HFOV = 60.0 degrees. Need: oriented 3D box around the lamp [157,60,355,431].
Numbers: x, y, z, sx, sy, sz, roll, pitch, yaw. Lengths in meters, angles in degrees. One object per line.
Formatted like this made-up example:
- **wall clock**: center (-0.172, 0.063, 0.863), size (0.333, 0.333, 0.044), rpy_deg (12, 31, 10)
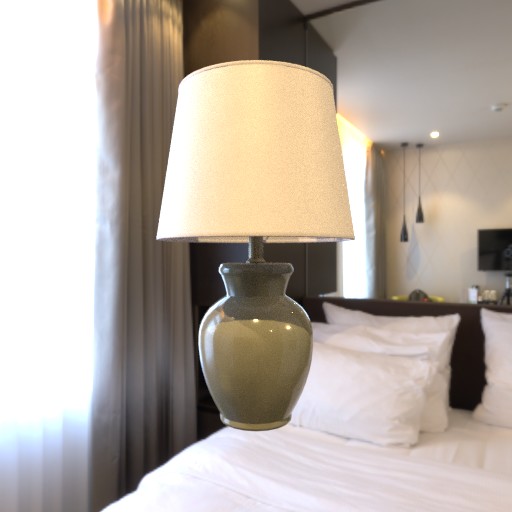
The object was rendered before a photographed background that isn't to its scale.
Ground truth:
- **lamp**: center (0.000, 0.000, 0.546), size (0.239, 0.399, 0.239), rpy_deg (0, 0, 0)
